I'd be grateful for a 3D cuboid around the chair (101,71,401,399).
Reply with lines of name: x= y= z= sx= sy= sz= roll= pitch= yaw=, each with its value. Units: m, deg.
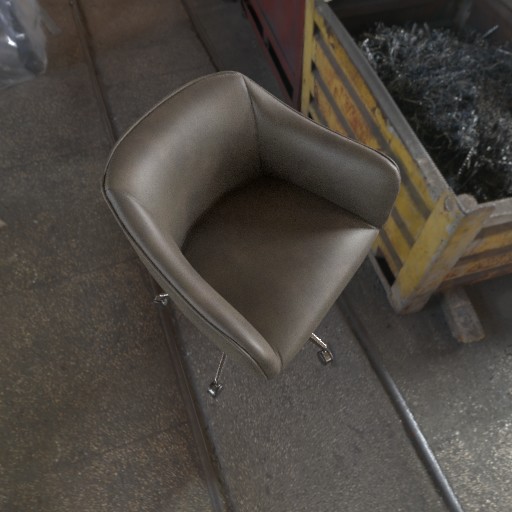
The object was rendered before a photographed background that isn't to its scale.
chair: x=0.000 y=0.000 z=1.362 sx=0.689 sy=0.827 sz=0.713 roll=32 pitch=64 yaw=18
